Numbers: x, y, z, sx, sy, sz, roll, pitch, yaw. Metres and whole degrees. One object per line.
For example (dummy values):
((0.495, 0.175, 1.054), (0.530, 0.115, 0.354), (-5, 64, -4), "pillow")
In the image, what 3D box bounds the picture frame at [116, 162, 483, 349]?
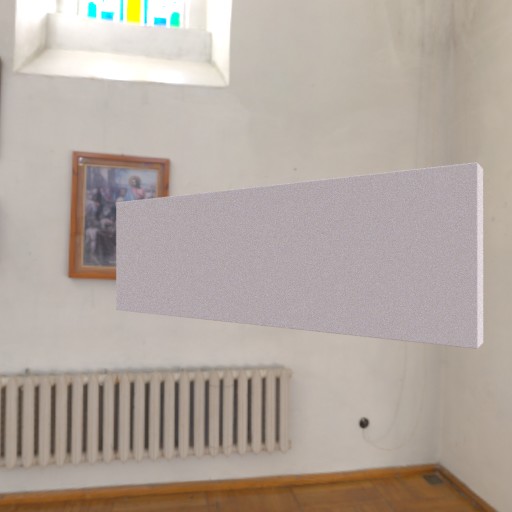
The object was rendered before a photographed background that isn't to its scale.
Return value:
((0.000, 0.000, 0.832), (0.759, 0.250, 0.050), (0, 0, 35), "picture frame")
